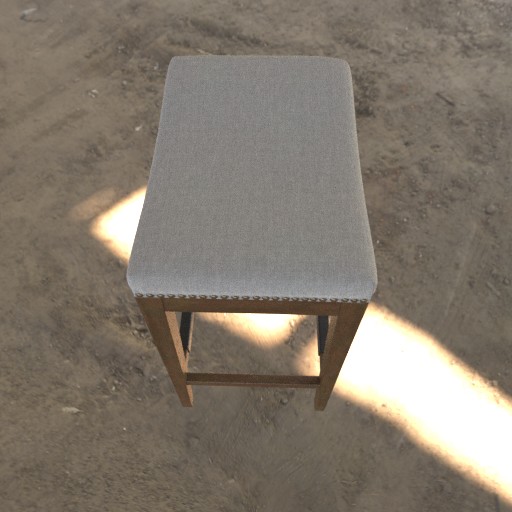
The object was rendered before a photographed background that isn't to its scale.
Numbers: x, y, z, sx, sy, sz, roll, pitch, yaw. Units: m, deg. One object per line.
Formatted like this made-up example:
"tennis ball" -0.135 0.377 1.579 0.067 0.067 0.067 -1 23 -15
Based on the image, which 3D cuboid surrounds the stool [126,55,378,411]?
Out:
"stool" 0.000 0.000 0.967 0.356 0.660 0.508 1 59 1
